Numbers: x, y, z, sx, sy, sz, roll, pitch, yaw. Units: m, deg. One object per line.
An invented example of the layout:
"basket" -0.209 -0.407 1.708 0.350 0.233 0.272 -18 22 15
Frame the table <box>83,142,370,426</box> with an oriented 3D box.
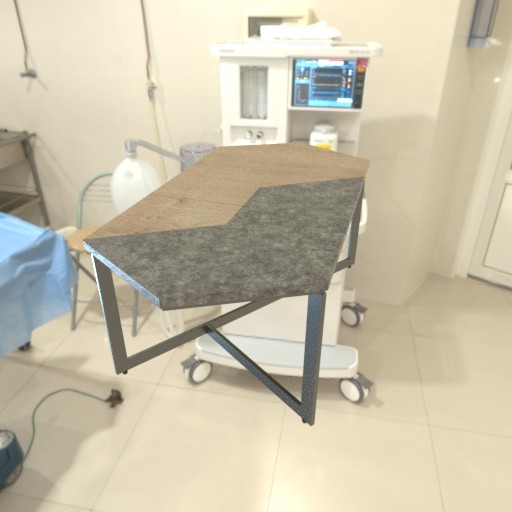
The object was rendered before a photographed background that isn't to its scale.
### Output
"table" 0.000 0.000 1.485 0.609 0.457 1.219 9 30 16
